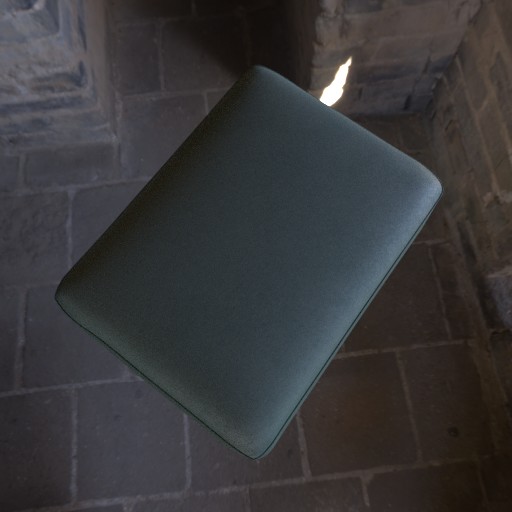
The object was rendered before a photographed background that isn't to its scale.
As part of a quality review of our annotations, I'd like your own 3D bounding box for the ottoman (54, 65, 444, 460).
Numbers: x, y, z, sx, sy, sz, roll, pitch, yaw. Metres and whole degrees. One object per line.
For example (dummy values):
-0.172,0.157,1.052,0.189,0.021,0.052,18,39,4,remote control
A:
0.000,0.000,1.185,0.608,0.449,0.811,36,77,9,ottoman
